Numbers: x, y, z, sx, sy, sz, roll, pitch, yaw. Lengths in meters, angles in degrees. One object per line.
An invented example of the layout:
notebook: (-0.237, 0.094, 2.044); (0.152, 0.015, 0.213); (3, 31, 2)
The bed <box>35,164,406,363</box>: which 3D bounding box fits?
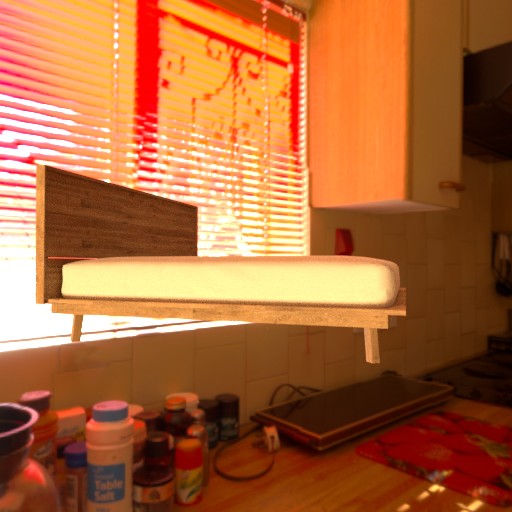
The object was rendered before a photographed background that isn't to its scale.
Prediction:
bed: (0.000, 0.000, 3.387); (2.167, 1.100, 2.116); (0, -1, 19)
